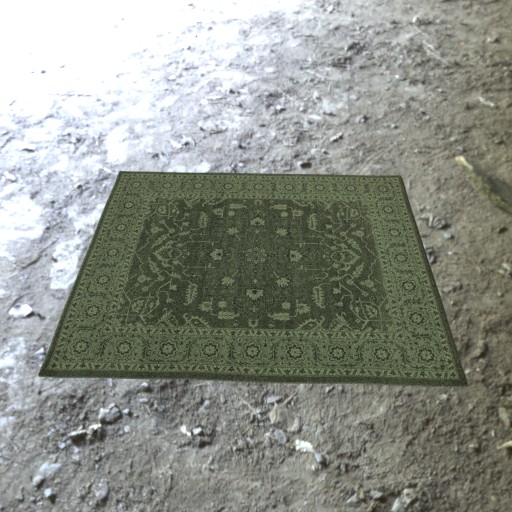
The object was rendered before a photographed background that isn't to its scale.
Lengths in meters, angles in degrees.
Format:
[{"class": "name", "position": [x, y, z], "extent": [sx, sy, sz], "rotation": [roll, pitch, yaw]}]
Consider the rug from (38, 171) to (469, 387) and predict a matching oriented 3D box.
[{"class": "rug", "position": [0.000, 0.000, 3.969], "extent": [3.069, 0.026, 2.451], "rotation": [1, 47, 1]}]
